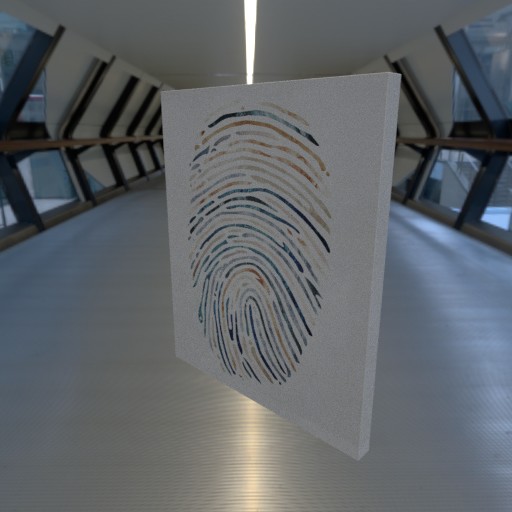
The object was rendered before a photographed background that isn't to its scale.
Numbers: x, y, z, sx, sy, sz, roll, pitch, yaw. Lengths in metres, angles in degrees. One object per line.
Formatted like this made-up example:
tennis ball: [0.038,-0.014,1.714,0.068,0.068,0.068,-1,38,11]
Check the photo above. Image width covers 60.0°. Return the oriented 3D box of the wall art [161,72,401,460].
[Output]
wall art: [0.000,0.000,0.838,0.508,0.606,0.037,15,22,41]
